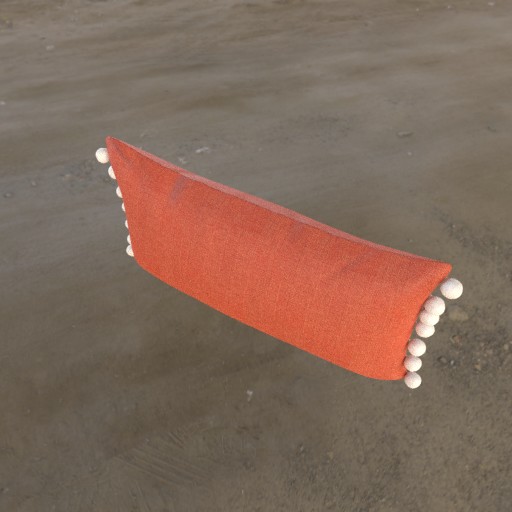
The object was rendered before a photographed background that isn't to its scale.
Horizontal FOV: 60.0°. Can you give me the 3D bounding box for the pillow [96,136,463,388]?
[{"bbox_3d":[0.000,0.000,0.844,0.709,0.322,0.201,23,49,21],"label":"pillow"}]
